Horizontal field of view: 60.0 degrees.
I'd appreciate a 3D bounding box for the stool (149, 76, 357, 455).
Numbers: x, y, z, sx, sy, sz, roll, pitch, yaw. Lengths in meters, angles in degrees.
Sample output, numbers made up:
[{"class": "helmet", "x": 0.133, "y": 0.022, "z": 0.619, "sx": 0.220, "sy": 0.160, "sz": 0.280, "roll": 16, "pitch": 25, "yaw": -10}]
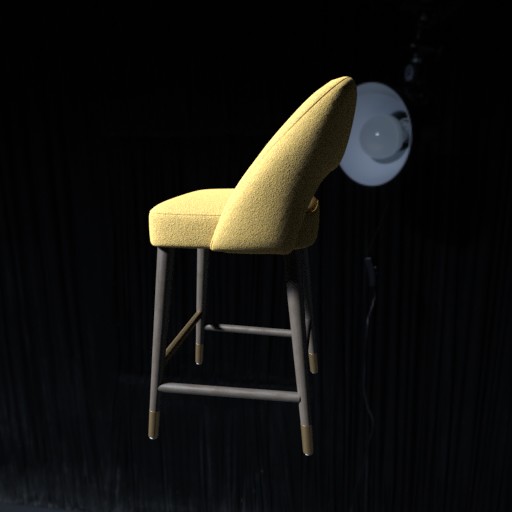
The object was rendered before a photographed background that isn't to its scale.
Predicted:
[{"class": "stool", "x": 0.000, "y": 0.000, "z": 1.275, "sx": 0.522, "sy": 0.939, "sz": 0.536, "roll": 2, "pitch": 14, "yaw": 9}]
